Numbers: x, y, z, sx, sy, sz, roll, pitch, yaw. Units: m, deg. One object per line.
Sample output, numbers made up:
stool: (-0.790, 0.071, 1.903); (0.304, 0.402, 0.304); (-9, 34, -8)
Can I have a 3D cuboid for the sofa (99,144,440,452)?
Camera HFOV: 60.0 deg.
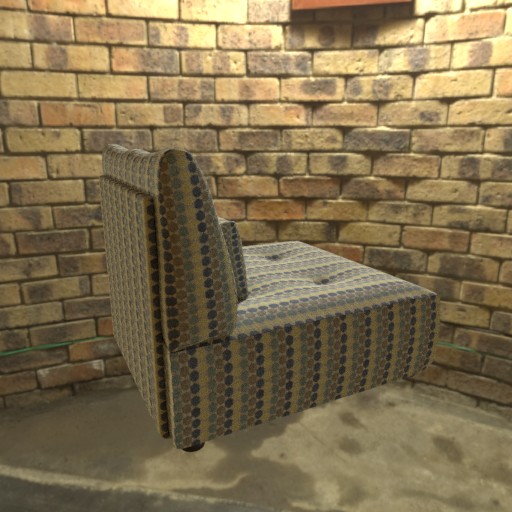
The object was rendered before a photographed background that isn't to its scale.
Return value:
sofa: (0.000, 0.000, 1.702); (1.000, 0.830, 0.930); (-8, 17, -26)
